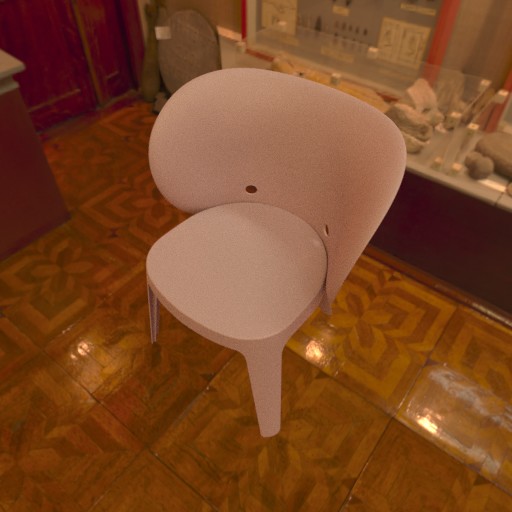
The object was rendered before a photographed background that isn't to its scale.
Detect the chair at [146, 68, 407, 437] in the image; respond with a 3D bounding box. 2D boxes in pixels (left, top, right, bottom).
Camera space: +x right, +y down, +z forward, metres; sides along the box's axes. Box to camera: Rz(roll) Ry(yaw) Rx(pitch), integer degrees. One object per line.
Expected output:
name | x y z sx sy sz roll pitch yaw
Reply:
chair | 0.000 0.000 0.871 0.451 0.554 0.402 32 55 26
